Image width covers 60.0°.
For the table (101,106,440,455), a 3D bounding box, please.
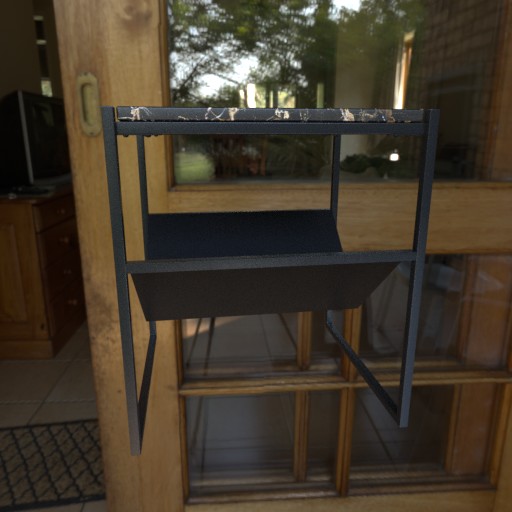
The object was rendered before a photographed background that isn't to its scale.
[{"bbox_3d":[0.000,0.000,0.876,0.469,0.534,0.432,-2,15,-9],"label":"table"}]
